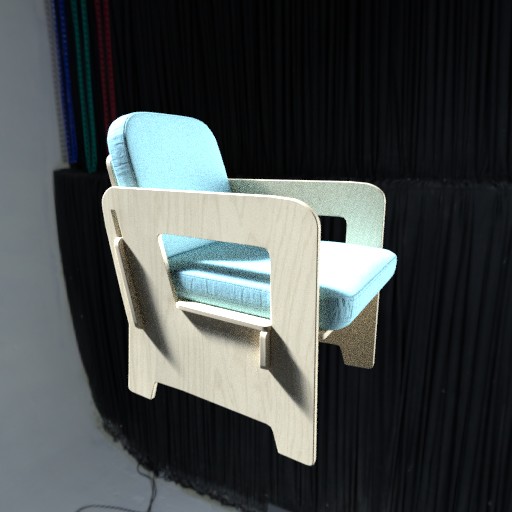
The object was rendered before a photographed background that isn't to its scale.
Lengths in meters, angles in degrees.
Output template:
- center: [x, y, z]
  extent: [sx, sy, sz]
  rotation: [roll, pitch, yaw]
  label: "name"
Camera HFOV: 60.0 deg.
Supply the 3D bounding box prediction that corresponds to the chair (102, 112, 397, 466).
- center: [0.000, 0.000, 1.273]
  extent: [0.710, 0.800, 0.590]
  rotation: [7, 15, 28]
  label: "chair"
